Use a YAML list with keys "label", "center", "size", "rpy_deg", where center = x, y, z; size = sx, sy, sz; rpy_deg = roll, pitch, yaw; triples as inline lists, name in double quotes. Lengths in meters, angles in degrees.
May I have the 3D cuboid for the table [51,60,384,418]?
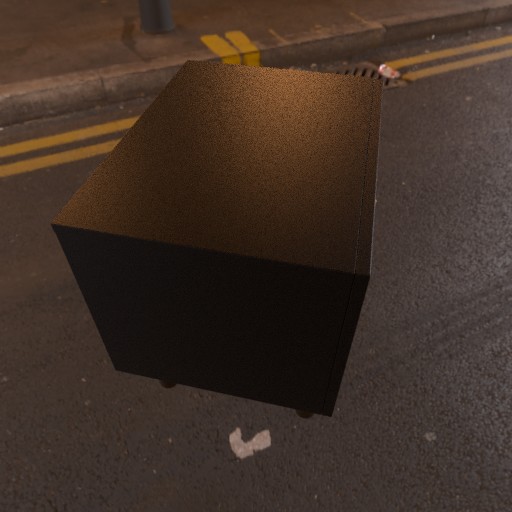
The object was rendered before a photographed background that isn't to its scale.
- label: "table"
  center: [0.000, 0.000, 0.965]
  size: [0.441, 0.584, 0.564]
  rpy_deg: [9, 46, 9]
